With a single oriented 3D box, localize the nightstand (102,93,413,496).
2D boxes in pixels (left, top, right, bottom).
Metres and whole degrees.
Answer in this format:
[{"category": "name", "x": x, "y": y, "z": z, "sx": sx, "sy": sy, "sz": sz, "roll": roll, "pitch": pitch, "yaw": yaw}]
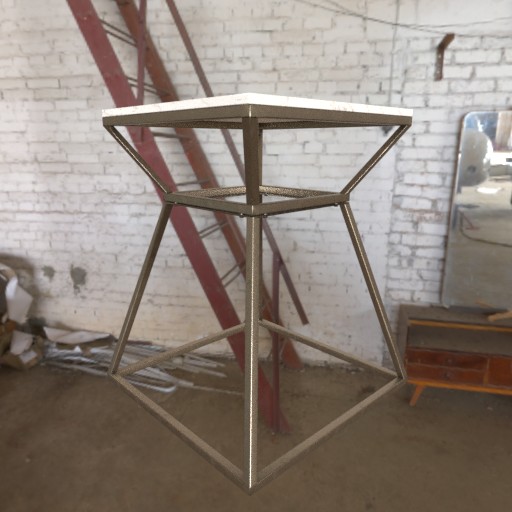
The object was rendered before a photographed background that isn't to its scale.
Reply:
[{"category": "nightstand", "x": 0.000, "y": 0.000, "z": 0.881, "sx": 0.455, "sy": 0.554, "sz": 0.455, "roll": -13, "pitch": 19, "yaw": -42}]
